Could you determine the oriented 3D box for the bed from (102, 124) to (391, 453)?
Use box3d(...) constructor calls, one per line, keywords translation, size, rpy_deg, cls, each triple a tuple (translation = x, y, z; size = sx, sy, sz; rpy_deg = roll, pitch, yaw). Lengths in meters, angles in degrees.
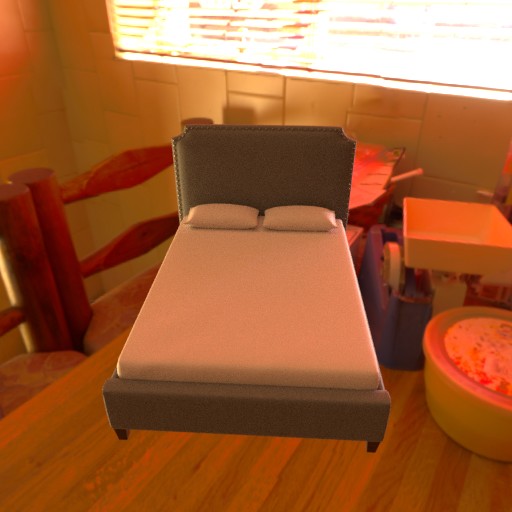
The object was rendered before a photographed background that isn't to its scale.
box3d(translation=(0.000, 0.000, 3.428), size=(1.712, 1.443, 2.372), rpy_deg=(2, 30, 3), cls="bed")
